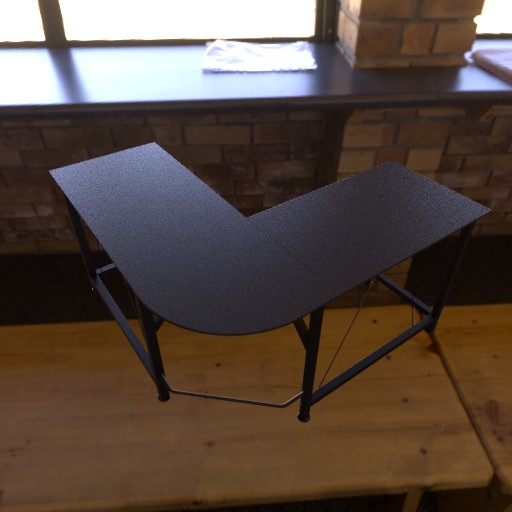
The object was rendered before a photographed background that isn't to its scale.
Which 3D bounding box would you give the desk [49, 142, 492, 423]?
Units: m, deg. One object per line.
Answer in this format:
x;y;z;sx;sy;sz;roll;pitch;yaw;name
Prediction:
0.000;0.000;2.201;1.400;0.762;1.400;-24;45;-27;desk
